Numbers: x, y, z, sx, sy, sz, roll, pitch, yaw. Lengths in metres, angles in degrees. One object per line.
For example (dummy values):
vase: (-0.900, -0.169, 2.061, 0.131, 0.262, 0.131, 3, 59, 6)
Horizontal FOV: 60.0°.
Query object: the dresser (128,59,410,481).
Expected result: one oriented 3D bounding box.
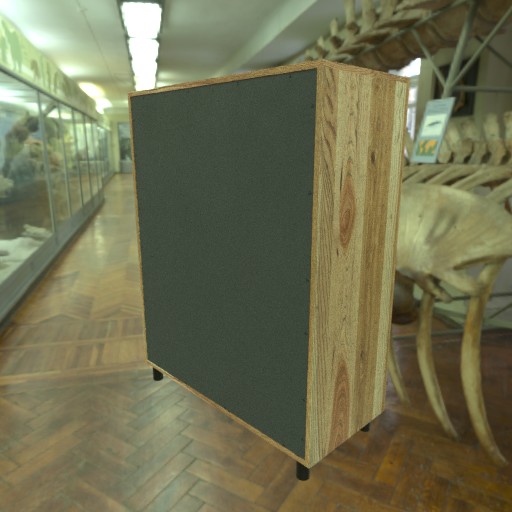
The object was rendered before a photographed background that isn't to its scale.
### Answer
dresser: (0.000, 0.000, 1.728, 0.480, 1.243, 0.966, -13, 19, -43)
